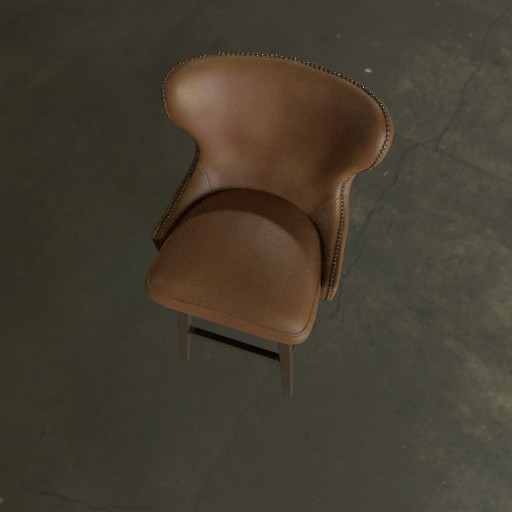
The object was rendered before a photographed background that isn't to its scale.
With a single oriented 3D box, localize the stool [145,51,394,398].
[{"bbox_3d":[0.000,0.000,1.450,0.591,1.087,0.606,16,61,9],"label":"stool"}]
